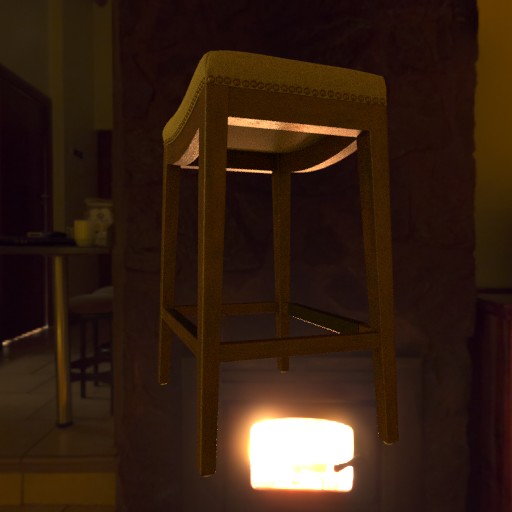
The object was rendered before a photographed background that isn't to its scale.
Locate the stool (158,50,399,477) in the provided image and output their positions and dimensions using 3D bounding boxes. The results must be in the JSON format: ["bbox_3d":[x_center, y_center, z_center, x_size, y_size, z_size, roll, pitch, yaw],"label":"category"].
[{"bbox_3d":[0.000,0.000,0.955,0.356,0.660,0.508,0,1,-19],"label":"stool"}]
